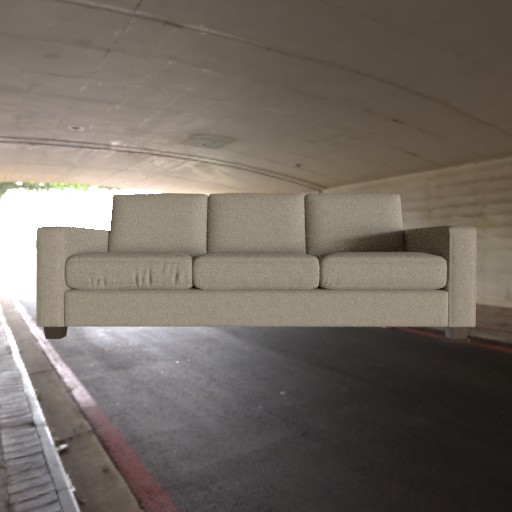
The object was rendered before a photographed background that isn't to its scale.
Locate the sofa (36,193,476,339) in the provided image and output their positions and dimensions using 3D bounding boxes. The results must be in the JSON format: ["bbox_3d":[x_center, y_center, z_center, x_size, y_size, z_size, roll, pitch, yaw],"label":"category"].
[{"bbox_3d":[0.000,0.000,2.591,2.160,0.800,0.900,0,1,0],"label":"sofa"}]
